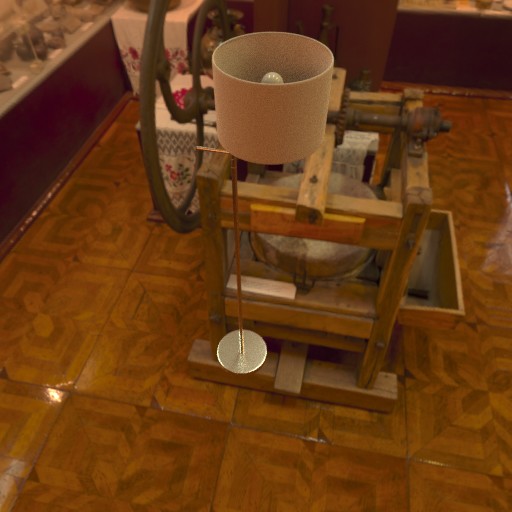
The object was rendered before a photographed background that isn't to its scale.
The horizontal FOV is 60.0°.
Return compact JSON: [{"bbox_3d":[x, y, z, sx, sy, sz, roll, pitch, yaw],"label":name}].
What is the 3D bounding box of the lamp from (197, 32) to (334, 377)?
[{"bbox_3d":[0.000,0.000,1.776,0.416,1.600,0.324,10,48,9],"label":"lamp"}]
